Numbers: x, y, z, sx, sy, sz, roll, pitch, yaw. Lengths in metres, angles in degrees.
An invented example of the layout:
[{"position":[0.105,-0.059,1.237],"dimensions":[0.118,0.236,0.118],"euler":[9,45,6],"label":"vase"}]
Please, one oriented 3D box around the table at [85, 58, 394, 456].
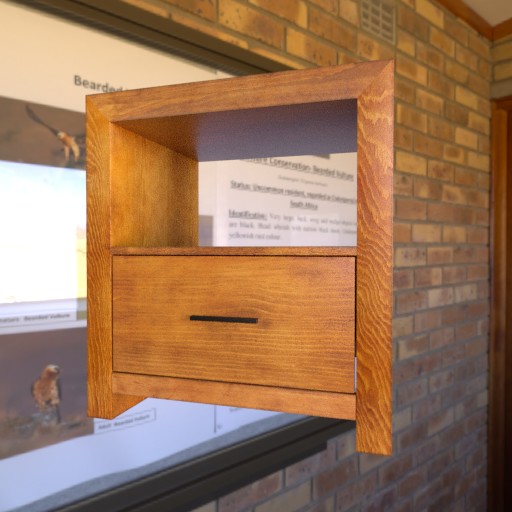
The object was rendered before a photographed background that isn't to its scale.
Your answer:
[{"position":[0.000,0.000,0.936],"dimensions":[0.550,0.605,0.400],"euler":[0,1,17],"label":"table"}]
